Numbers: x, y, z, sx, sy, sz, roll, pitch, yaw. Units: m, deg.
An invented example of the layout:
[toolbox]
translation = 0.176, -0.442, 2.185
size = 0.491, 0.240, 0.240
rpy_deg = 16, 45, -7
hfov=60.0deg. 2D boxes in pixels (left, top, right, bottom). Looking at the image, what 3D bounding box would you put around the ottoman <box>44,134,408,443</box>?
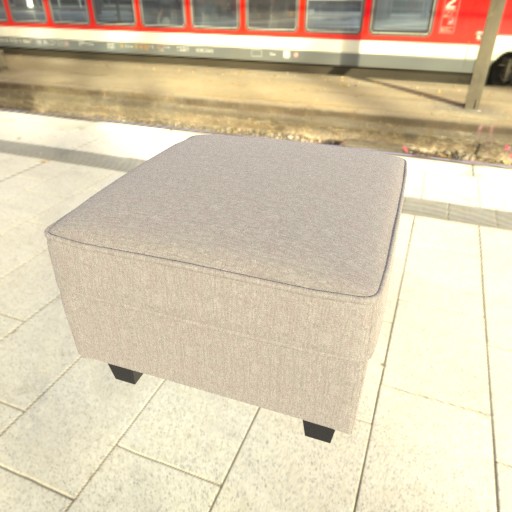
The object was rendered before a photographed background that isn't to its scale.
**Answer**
[ottoman]
translation = 0.000, 0.000, 1.377
size = 0.808, 0.612, 0.871
rpy_deg = 11, 34, 16
